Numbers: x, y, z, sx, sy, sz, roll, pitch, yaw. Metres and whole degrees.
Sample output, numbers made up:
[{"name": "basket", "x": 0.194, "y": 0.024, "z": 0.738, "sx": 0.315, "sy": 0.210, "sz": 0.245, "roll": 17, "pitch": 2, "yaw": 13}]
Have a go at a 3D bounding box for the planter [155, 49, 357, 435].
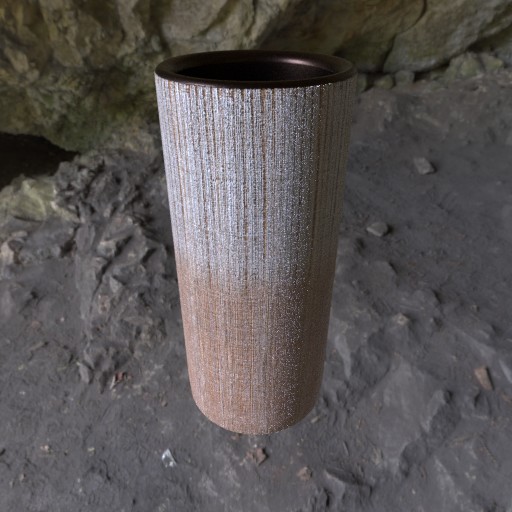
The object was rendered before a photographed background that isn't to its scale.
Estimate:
[{"name": "planter", "x": 0.000, "y": 0.000, "z": 0.281, "sx": 0.100, "sy": 0.227, "sz": 0.100, "roll": 21, "pitch": 38, "yaw": 30}]
